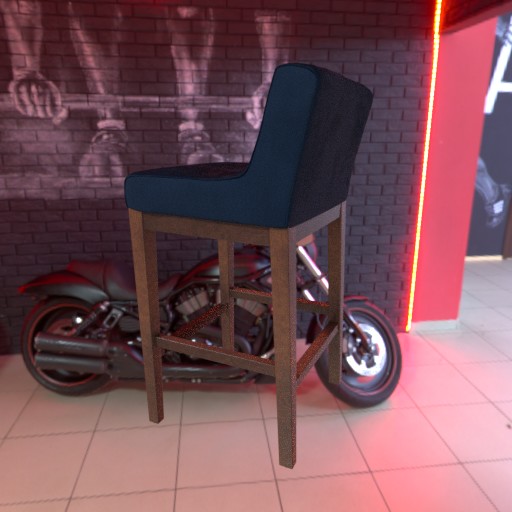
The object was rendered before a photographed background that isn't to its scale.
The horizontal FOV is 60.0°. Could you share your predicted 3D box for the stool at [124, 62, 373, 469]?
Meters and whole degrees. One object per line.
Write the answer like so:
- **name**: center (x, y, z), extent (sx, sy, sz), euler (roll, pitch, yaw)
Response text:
- **stool**: center (0.000, 0.000, 1.266), extent (0.516, 0.945, 0.511), euler (7, 17, 25)
